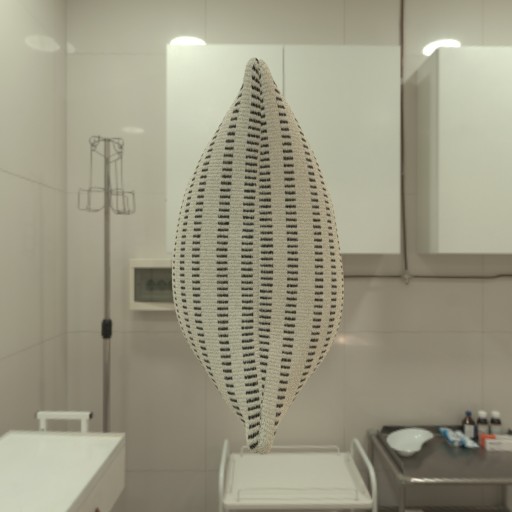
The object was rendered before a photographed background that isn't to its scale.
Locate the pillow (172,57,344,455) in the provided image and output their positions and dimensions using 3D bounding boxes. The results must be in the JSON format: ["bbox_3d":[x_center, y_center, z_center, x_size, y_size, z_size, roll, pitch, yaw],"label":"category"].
[{"bbox_3d":[0.000,0.000,0.676,0.247,0.419,0.438,0,0,-1],"label":"pillow"}]
